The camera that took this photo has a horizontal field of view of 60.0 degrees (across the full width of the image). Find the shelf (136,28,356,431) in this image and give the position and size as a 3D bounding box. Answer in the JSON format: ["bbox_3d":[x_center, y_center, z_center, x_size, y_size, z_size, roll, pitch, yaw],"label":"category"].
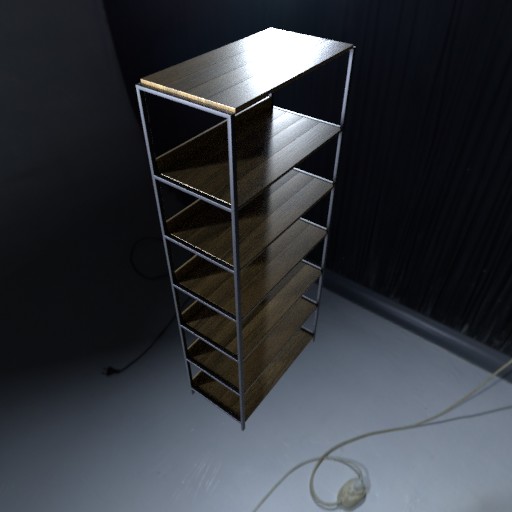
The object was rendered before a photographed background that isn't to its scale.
[{"bbox_3d":[0.000,0.000,2.376,0.431,2.015,0.847,26,48,26],"label":"shelf"}]
